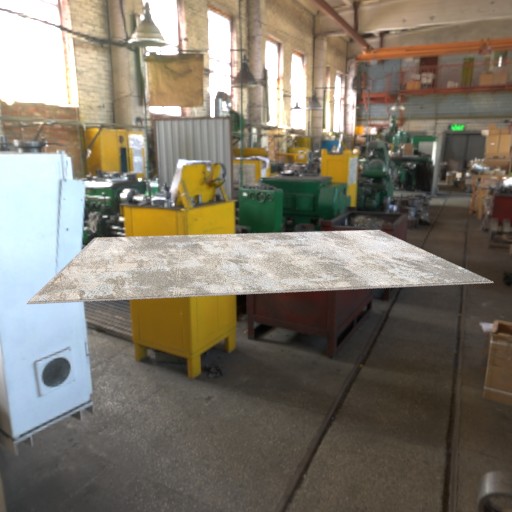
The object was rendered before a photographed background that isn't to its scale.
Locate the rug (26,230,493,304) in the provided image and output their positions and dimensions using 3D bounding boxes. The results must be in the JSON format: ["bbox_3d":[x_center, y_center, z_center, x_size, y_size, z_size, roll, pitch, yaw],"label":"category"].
[{"bbox_3d":[0.000,0.000,3.018,2.431,0.012,1.536,-2,14,-8],"label":"rug"}]
